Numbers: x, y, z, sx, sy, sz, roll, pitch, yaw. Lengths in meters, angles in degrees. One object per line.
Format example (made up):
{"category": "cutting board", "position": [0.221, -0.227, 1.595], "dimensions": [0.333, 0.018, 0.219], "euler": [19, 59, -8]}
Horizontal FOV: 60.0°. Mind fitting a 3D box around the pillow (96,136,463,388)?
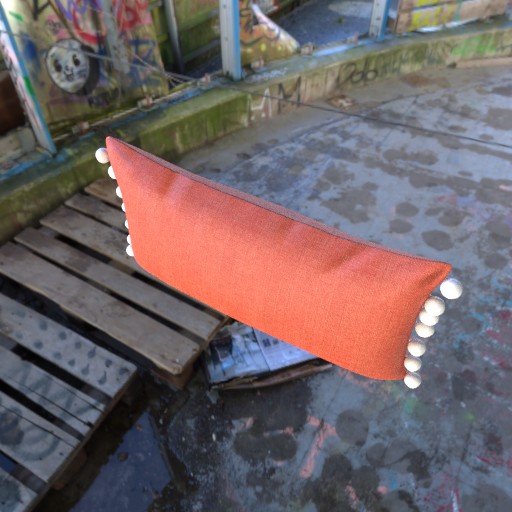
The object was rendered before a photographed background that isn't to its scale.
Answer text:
{"category": "pillow", "position": [0.000, 0.000, 0.844], "dimensions": [0.709, 0.322, 0.201], "euler": [23, 49, 21]}
